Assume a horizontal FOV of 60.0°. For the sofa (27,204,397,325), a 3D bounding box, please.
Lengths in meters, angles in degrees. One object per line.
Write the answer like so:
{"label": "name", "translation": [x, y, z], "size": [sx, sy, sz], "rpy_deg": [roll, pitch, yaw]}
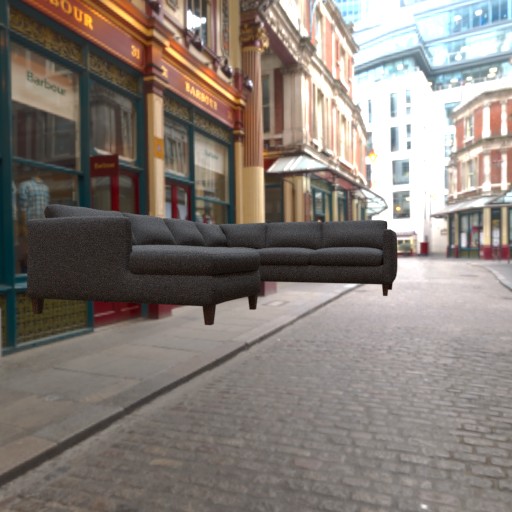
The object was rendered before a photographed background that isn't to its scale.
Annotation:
{"label": "sofa", "translation": [0.000, 0.000, 4.389], "size": [2.551, 0.853, 3.238], "rpy_deg": [0, 1, 20]}
